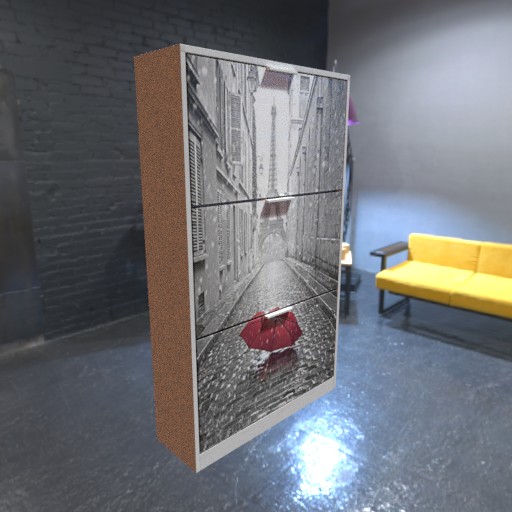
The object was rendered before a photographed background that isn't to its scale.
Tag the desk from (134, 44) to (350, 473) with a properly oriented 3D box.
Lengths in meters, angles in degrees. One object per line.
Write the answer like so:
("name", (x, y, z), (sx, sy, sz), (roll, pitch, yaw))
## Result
("desk", (0.000, 0.000, 1.610), (0.750, 1.280, 0.250), (-13, 19, -42))
